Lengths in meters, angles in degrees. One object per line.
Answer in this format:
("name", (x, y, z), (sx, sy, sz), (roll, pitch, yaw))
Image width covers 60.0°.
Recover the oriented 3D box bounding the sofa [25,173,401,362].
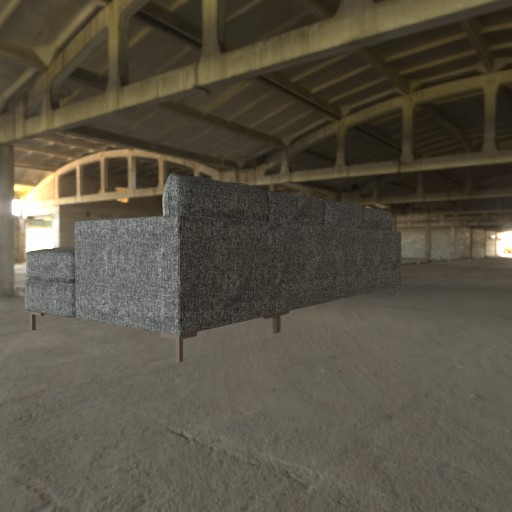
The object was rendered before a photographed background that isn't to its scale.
("sofa", (0.000, 0.000, 3.940), (1.488, 0.970, 3.384), (1, 2, 36))
